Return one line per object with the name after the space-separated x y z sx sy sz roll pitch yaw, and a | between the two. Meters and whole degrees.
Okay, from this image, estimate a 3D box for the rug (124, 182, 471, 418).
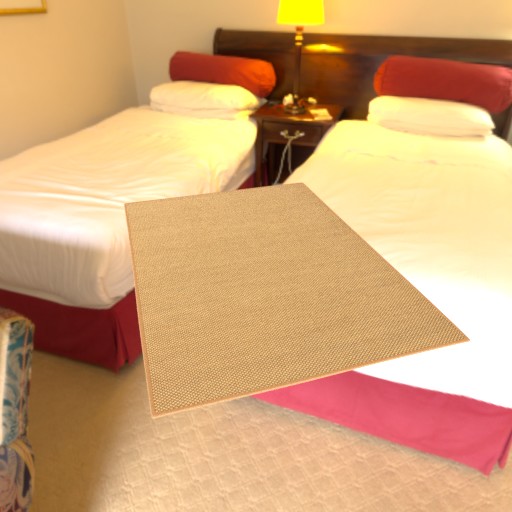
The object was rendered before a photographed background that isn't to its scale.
0.000 0.000 2.812 1.524 0.013 2.134 -9 32 -15 | rug
